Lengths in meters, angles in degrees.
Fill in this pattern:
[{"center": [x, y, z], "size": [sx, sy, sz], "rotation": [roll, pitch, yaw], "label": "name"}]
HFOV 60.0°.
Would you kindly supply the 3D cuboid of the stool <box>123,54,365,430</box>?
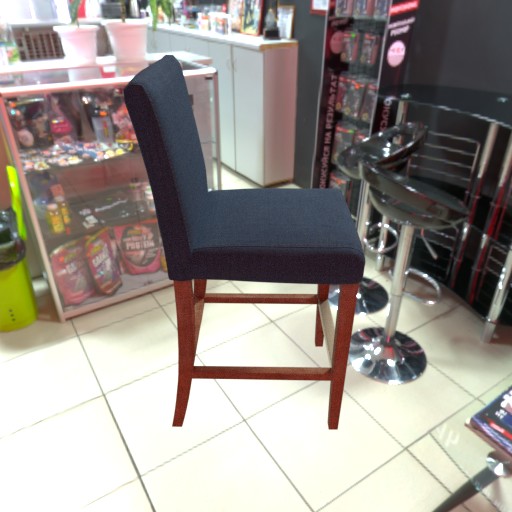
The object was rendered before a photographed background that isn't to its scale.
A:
[{"center": [0.000, 0.000, 1.363], "size": [0.574, 1.088, 0.454], "rotation": [0, 32, 0], "label": "stool"}]
